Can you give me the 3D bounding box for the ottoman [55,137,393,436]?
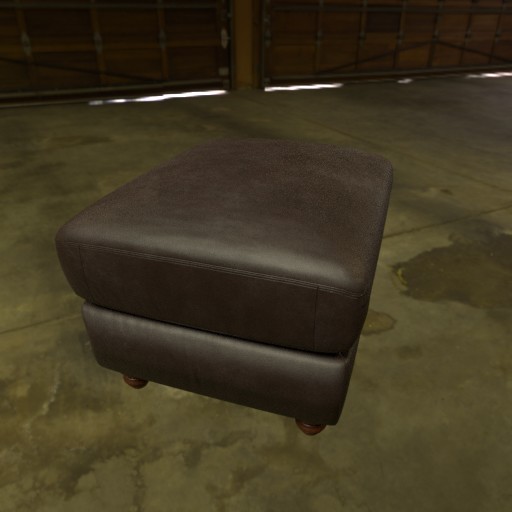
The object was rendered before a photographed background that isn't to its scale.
[{"bbox_3d":[0.000,0.000,1.254,0.670,0.569,0.806,9,30,16],"label":"ottoman"}]
